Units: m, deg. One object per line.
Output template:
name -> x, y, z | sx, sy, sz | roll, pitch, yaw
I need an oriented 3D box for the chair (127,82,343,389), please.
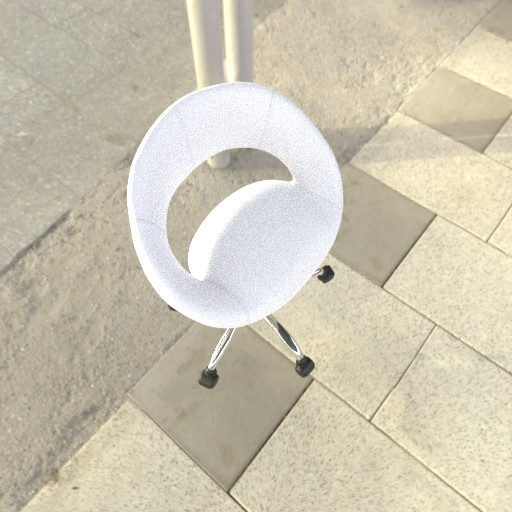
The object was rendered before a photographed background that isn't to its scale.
chair -> 0.000, 0.000, 1.206 | 0.538, 0.791, 0.612 | 33, 65, 18
